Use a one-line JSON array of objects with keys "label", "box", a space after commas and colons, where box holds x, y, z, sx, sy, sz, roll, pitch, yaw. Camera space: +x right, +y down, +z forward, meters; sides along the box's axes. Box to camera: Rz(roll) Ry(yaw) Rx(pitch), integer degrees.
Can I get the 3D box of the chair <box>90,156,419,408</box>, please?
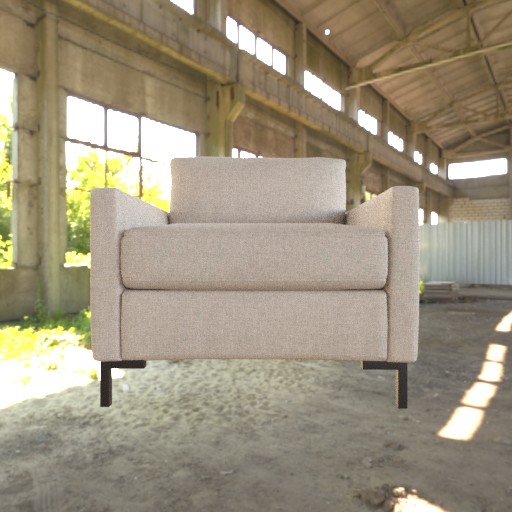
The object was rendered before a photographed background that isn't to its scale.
[{"label": "chair", "box": [0.000, 0.000, 1.656, 0.963, 0.861, 0.866, 0, 0, 1]}]
